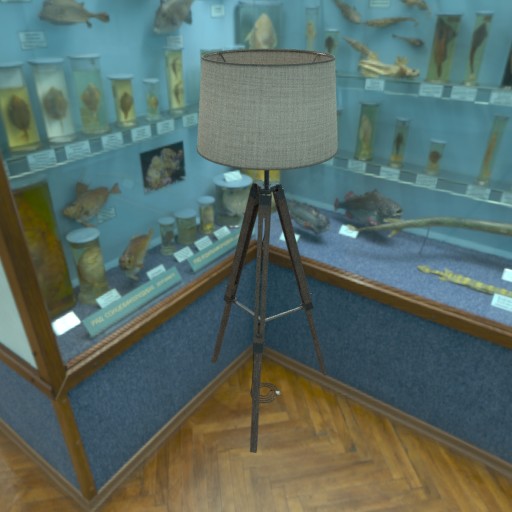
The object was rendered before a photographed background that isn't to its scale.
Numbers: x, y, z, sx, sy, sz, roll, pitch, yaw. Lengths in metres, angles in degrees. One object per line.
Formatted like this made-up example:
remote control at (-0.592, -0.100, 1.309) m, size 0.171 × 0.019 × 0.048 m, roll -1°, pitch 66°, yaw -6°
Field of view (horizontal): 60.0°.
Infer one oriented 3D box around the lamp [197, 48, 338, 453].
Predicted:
lamp at (0.000, 0.000, 1.815) m, size 0.587 × 1.510 × 0.604 m, roll 21°, pitch 37°, yaw 32°
